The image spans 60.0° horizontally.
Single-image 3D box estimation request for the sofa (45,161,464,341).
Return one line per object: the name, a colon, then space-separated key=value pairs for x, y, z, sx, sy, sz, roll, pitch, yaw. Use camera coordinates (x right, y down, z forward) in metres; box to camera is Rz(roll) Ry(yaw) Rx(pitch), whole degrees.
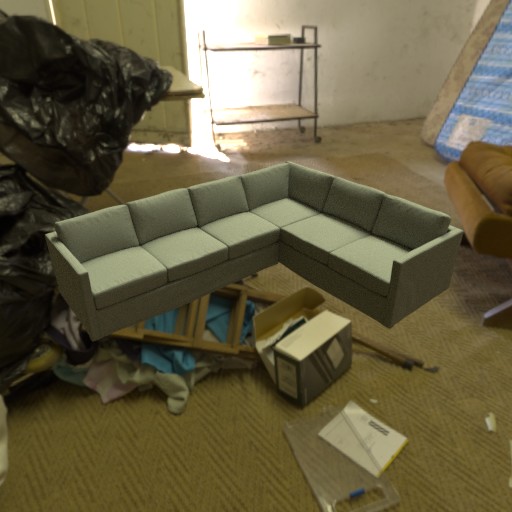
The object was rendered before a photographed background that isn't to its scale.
sofa: x=0.000 y=0.000 z=4.318 sx=3.182 sy=0.871 sz=2.432 roll=-21 pitch=36 yaw=-33
